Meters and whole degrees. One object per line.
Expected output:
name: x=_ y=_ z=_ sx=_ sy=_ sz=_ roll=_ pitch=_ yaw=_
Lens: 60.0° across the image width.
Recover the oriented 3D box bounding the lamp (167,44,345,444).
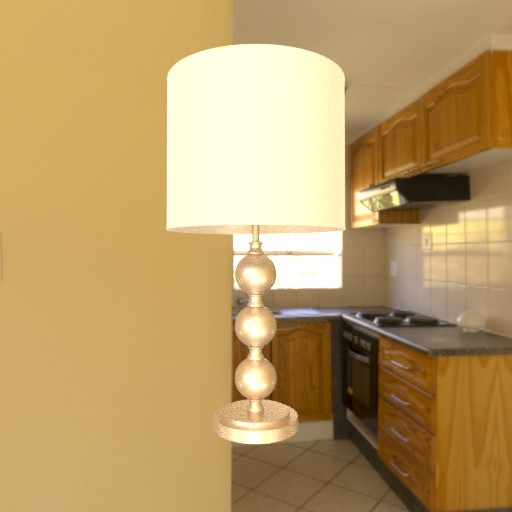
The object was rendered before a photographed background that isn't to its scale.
lamp: x=0.000 y=0.000 z=0.699 sx=0.277 sy=0.538 sz=0.277 roll=0 pitch=0 yaw=-18
